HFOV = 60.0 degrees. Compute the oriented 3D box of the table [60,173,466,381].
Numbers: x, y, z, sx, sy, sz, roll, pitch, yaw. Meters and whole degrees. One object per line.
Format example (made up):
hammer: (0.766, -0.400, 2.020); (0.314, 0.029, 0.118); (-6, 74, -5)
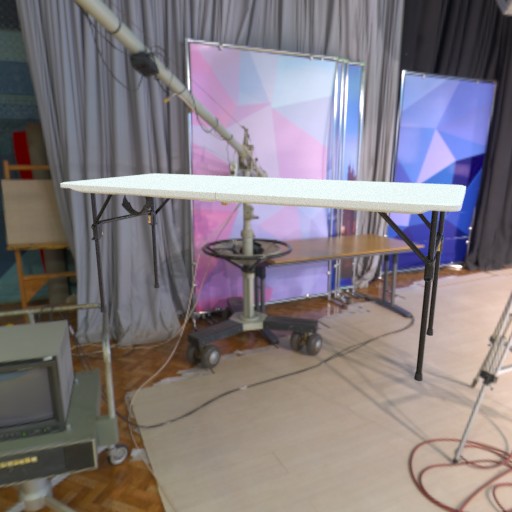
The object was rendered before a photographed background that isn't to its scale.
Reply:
table: (0.000, 0.000, 2.224); (1.829, 0.719, 0.761); (7, 16, 25)
